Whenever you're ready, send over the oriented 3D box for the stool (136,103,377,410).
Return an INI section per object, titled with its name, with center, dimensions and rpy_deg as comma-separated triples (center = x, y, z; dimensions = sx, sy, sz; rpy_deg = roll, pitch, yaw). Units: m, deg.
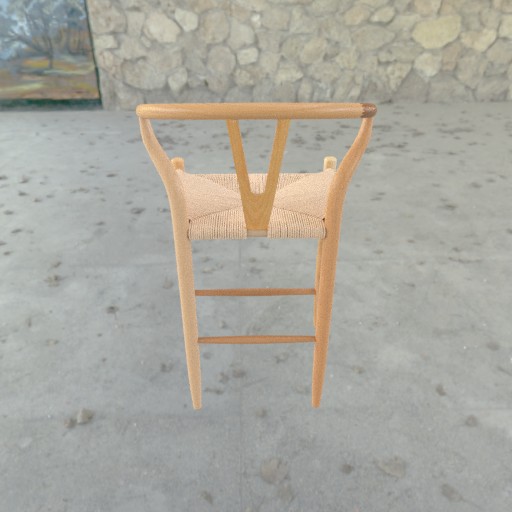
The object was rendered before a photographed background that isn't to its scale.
[stool]
center = 0.000, 0.000, 1.251
dimensions = 0.536, 0.923, 0.575
rpy_deg = -1, 29, -1
